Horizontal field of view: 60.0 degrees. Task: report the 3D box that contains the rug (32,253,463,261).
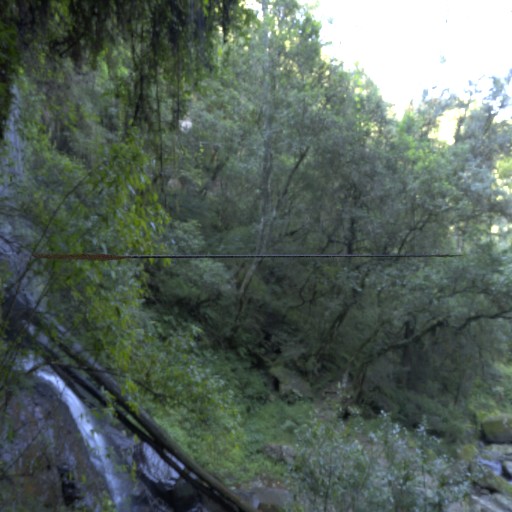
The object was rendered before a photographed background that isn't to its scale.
[{"bbox_3d":[0.000,0.000,2.400,2.021,0.027,1.224,0,0,-36],"label":"rug"}]
